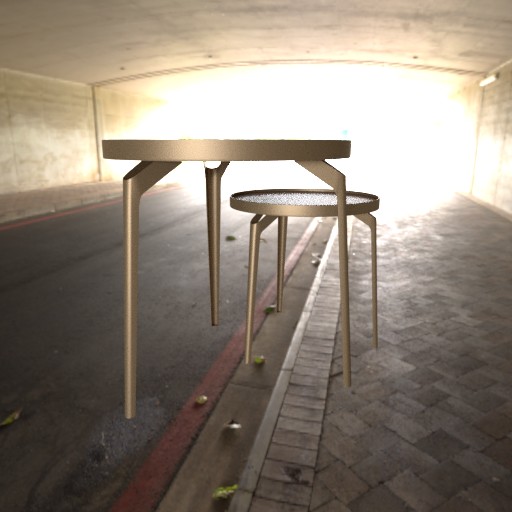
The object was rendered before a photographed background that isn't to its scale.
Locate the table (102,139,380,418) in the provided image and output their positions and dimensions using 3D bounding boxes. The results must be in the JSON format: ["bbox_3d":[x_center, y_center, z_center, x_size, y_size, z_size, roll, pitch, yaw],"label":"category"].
[{"bbox_3d":[0.000,0.000,1.101,0.751,0.555,0.532,-13,19,-43],"label":"table"}]
